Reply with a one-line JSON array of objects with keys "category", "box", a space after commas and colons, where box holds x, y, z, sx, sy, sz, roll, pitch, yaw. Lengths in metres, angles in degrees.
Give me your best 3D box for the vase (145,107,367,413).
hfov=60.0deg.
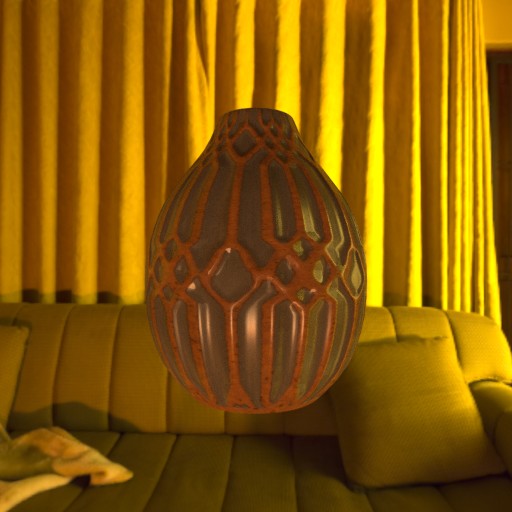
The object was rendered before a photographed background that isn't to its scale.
[{"category": "vase", "box": [0.000, 0.000, 0.142, 0.069, 0.088, 0.069, 0, 0, 0]}]
